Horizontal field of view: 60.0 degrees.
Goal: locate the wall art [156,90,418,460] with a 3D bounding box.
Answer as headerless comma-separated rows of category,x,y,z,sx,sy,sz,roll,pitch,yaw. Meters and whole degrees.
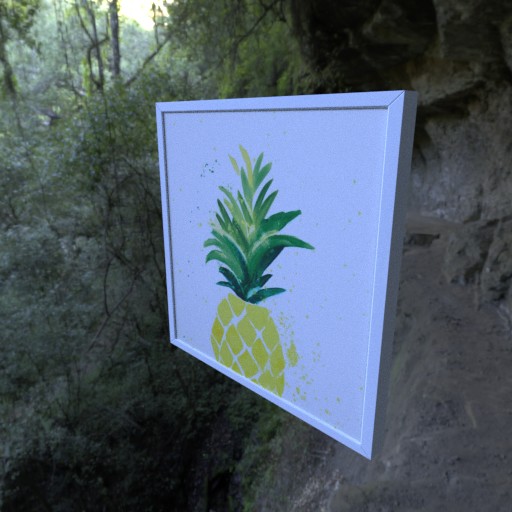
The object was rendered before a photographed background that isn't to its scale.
wall art,0.000,0.000,0.457,0.020,0.307,0.307,-16,23,-42
